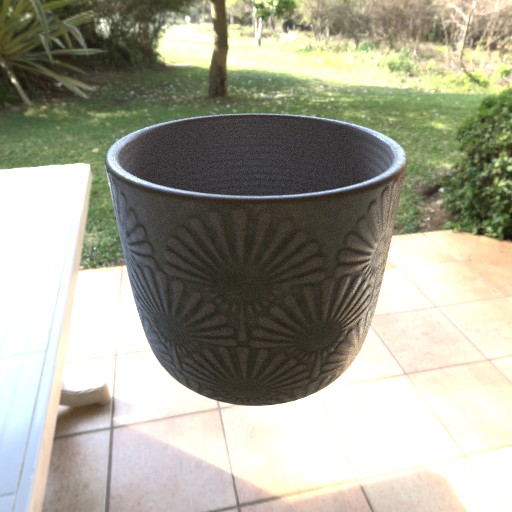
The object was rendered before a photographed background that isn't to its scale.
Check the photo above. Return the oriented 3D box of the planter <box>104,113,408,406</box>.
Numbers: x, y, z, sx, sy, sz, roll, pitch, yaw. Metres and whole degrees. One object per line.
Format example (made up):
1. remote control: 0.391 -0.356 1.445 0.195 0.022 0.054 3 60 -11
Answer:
1. planter: 0.000 0.000 0.215 0.124 0.109 0.124 0 30 0
